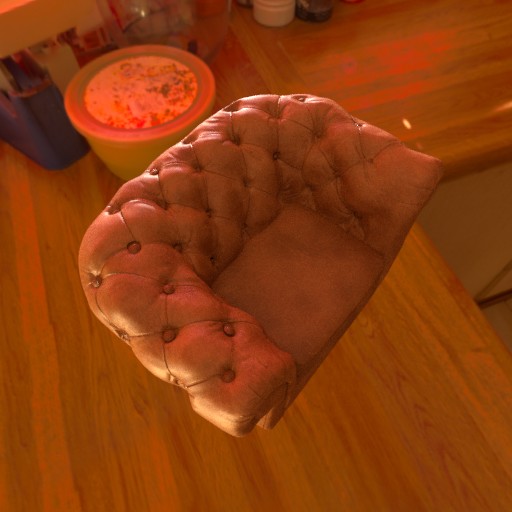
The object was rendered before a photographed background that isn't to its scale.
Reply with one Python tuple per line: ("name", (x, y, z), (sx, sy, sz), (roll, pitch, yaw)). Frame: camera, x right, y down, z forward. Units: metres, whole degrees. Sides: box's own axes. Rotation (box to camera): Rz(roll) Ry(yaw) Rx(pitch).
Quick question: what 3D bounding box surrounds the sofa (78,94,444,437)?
("sofa", (0.000, 0.000, 2.025), (1.033, 0.878, 1.405), (35, 64, 19))
